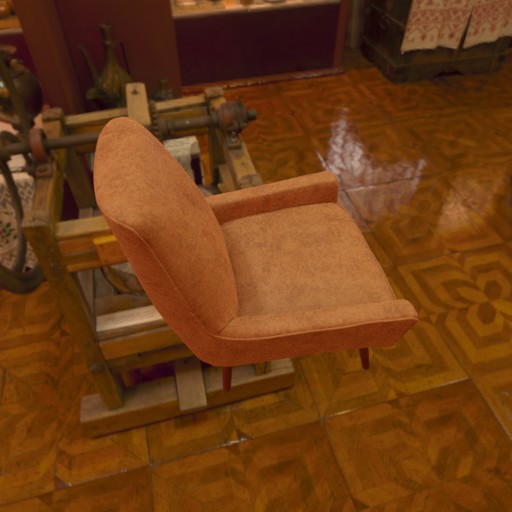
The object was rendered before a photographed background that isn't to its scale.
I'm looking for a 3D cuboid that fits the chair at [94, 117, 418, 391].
[{"bbox_3d":[0.000,0.000,1.499,0.851,0.883,0.753,-10,47,-9],"label":"chair"}]
